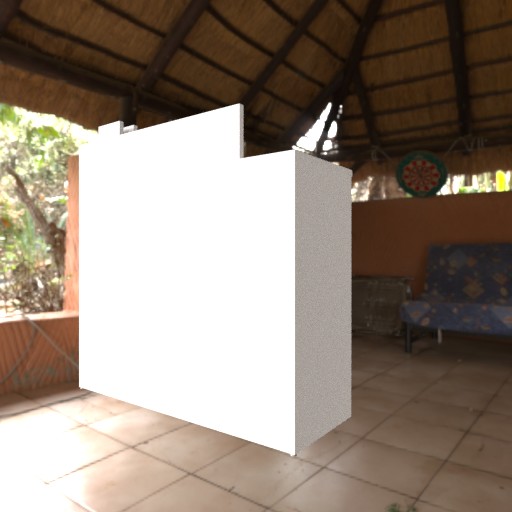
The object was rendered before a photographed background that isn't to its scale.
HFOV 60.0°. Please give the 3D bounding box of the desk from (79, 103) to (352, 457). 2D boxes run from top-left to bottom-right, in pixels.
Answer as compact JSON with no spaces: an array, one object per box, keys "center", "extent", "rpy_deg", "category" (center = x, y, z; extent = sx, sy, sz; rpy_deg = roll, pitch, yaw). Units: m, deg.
[{"center":[0.000,0.000,1.744],"extent":[0.940,0.986,0.940],"rpy_deg":[0,0,37],"category":"desk"}]
